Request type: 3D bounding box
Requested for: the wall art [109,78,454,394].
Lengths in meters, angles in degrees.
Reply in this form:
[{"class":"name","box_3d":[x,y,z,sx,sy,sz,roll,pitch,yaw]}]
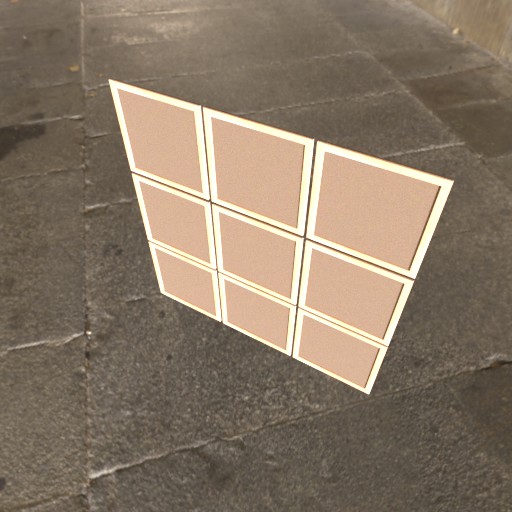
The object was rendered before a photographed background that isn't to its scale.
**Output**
[{"class":"wall art","box_3d":[0.000,0.000,1.831,1.216,1.218,0.013,23,50,20]}]
